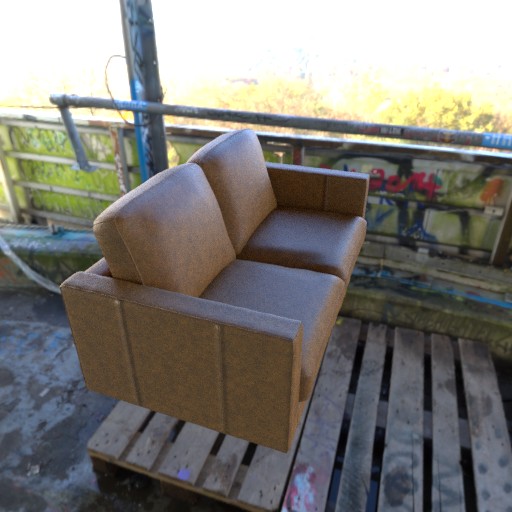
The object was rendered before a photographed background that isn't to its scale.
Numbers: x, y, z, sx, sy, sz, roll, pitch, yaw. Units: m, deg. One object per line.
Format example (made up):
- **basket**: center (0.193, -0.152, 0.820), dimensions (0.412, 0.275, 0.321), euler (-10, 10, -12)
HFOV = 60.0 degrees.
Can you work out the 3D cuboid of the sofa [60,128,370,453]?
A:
- **sofa**: center (0.000, 0.000, 2.178), dimensions (0.909, 0.951, 1.578), euler (11, 32, 18)
